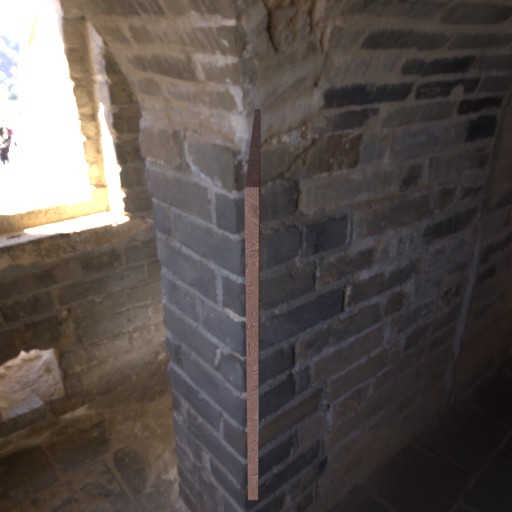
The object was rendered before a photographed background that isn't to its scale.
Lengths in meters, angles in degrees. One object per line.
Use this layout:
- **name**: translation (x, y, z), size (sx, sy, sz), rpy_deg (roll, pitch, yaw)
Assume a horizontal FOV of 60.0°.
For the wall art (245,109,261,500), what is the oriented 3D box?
- **wall art**: translation (0.000, 0.000, 1.151), size (0.019, 0.626, 0.917), rpy_deg (0, 25, 1)
